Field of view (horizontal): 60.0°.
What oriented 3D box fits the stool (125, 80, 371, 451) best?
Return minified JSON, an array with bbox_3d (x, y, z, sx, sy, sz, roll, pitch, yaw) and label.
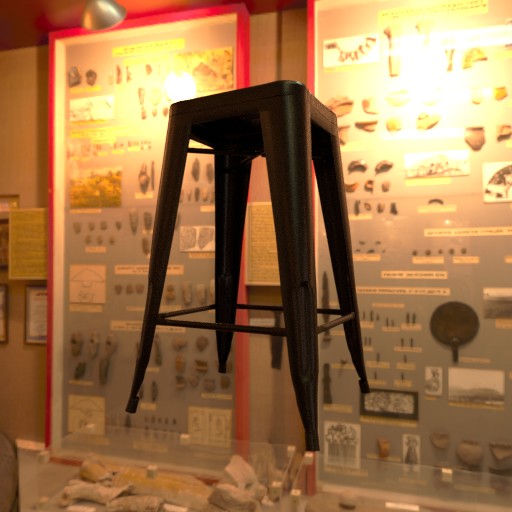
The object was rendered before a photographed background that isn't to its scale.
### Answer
[{"bbox_3d":[0.000,0.000,0.926,0.455,0.609,0.423,0,0,16],"label":"stool"}]
